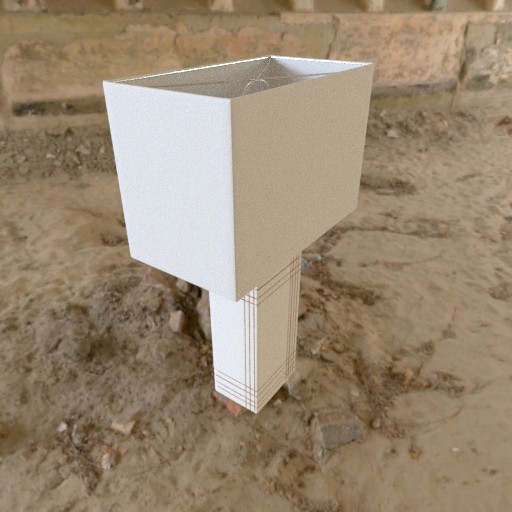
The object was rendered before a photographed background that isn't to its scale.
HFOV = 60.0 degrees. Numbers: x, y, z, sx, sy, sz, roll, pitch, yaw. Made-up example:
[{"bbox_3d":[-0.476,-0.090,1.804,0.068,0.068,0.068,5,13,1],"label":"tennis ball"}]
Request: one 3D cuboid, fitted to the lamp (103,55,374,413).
[{"bbox_3d":[0.000,0.000,0.697,0.182,0.543,0.334,20,35,30],"label":"lamp"}]
